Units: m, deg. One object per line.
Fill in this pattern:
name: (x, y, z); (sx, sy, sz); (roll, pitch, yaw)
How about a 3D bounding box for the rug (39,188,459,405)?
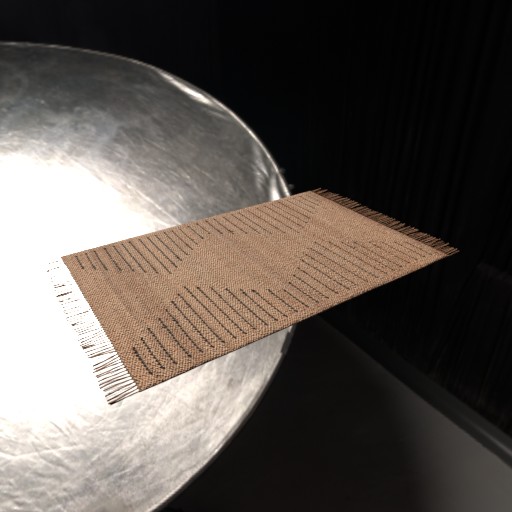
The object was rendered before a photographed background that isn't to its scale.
rug: (0.000, 0.000, 2.508); (2.085, 0.027, 1.224); (-18, 34, -29)
